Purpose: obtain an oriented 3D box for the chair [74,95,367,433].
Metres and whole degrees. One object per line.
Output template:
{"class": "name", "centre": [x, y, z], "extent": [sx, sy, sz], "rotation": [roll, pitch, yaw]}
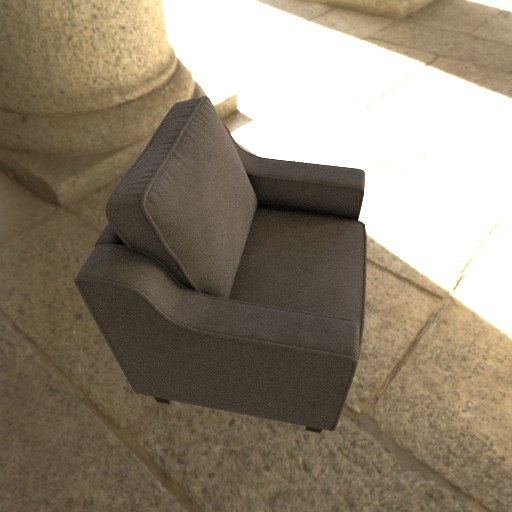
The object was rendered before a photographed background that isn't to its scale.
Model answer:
{"class": "chair", "centre": [0.000, 0.000, 1.666], "extent": [0.840, 0.944, 0.926], "rotation": [8, 46, 8]}
